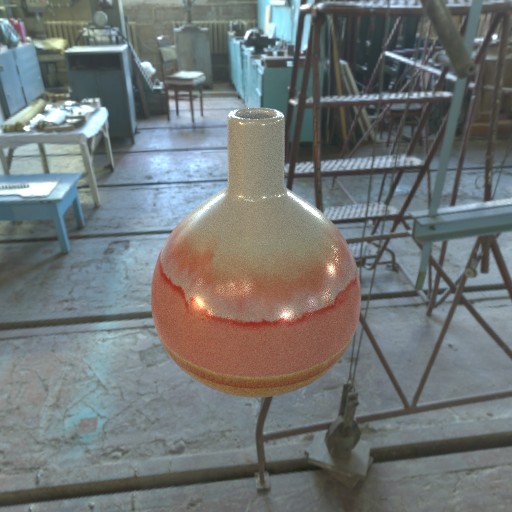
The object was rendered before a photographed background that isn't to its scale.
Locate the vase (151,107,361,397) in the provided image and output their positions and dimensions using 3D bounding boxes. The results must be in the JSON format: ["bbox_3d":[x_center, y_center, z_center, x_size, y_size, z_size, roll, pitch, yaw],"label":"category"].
[{"bbox_3d":[0.000,0.000,0.280,0.137,0.176,0.137,0,31,0],"label":"vase"}]
